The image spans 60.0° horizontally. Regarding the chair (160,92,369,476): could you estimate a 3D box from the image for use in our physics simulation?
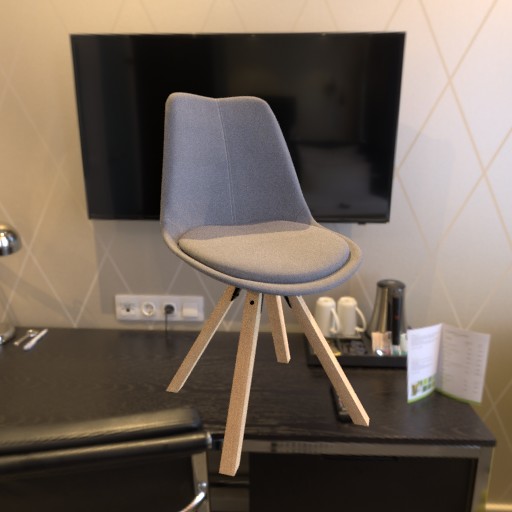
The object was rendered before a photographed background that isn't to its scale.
[{"bbox_3d":[0.000,0.000,1.188,0.474,0.863,0.549,-7,16,-27],"label":"chair"}]
